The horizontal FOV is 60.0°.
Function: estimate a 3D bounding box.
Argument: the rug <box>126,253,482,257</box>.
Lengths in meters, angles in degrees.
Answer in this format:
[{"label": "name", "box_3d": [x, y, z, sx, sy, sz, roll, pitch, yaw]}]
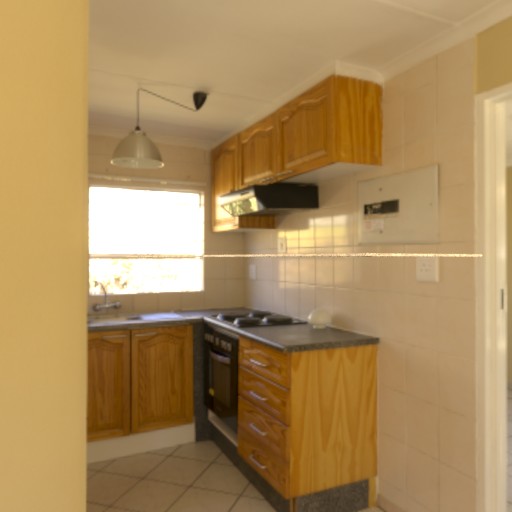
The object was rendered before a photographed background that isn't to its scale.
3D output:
[{"label": "rug", "box_3d": [0.000, 0.000, 2.765, 0.807, 0.013, 2.436, 0, 0, -36]}]
